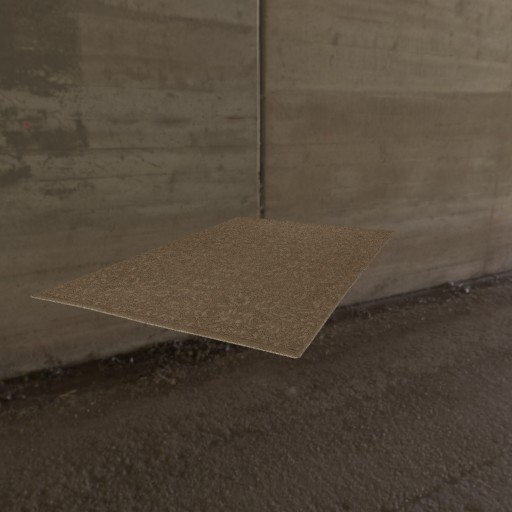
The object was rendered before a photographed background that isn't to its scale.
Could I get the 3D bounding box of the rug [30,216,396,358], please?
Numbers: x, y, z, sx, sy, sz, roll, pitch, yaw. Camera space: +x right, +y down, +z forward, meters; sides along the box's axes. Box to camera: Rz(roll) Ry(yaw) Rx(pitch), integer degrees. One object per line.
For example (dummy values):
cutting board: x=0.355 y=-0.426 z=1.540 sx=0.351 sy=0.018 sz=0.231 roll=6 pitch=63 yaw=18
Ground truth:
rug: x=0.000 y=0.000 z=3.101 sx=1.529 sy=0.012 sz=2.435 roll=8 pitch=18 yaw=24
